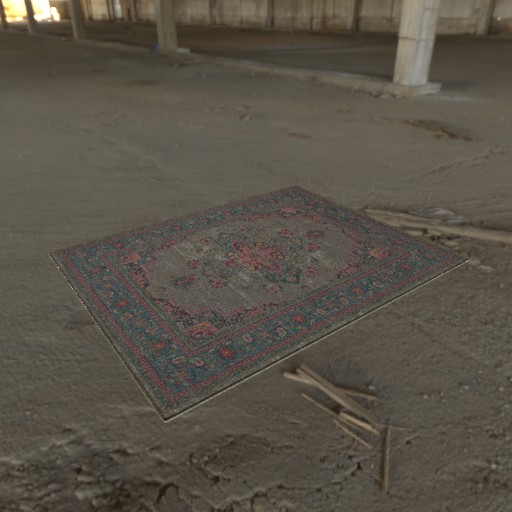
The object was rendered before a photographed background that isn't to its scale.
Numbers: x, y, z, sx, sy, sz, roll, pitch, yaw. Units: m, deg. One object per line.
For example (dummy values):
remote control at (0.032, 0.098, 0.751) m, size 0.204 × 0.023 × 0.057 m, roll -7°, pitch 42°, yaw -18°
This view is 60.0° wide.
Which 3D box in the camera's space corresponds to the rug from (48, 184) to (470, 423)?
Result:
rug at (0.000, 0.000, 4.082) m, size 3.057 × 0.013 × 2.434 m, roll -20°, pitch 35°, yaw -31°
